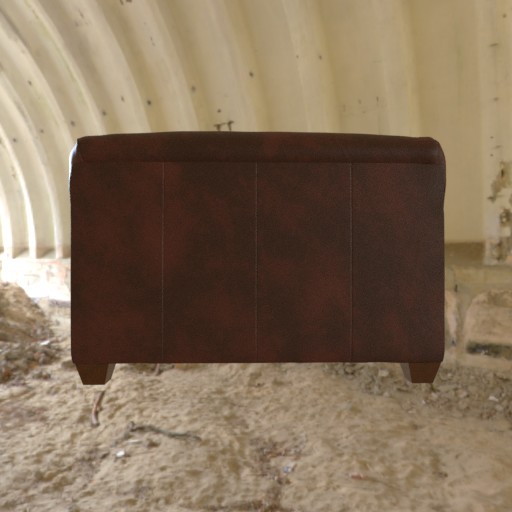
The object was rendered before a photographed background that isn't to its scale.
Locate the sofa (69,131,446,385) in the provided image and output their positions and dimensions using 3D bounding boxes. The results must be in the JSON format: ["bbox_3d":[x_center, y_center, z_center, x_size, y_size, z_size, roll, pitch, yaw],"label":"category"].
[{"bbox_3d":[0.000,0.000,2.094,1.413,0.956,1.000,0,0,-1],"label":"sofa"}]
